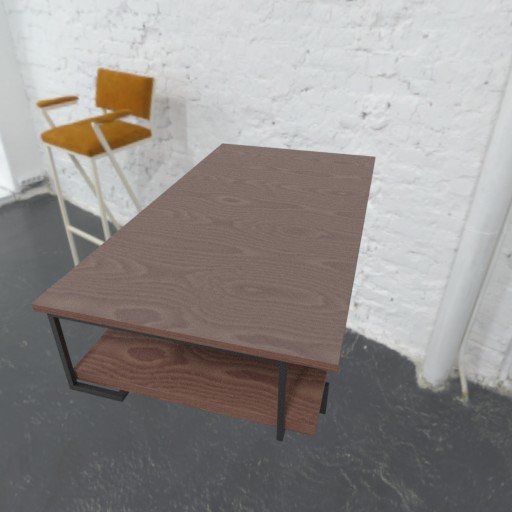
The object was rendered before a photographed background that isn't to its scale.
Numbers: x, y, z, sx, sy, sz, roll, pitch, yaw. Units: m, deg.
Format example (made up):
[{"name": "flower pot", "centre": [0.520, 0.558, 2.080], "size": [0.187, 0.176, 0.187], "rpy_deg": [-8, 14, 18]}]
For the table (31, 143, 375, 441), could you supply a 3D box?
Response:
[{"name": "table", "centre": [0.000, 0.000, 1.447], "size": [0.651, 0.347, 1.197], "rpy_deg": [8, 32, 14]}]
